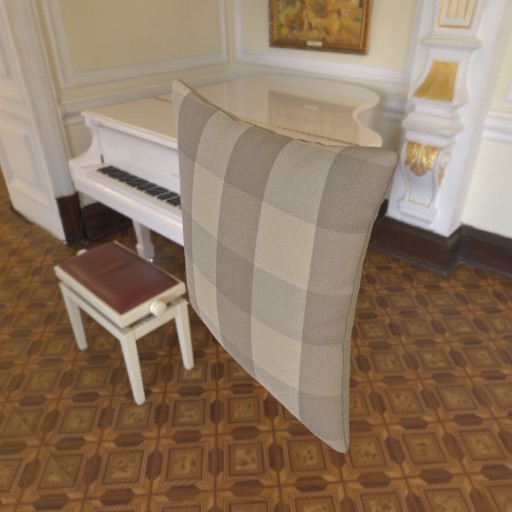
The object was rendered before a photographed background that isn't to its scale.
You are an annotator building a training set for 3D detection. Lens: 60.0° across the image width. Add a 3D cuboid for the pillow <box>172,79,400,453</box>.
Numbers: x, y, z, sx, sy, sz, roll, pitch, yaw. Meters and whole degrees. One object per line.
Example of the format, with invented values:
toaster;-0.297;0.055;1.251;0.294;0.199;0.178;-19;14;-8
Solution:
pillow;0.000;0.000;0.770;0.161;0.509;0.511;-21;37;-30
